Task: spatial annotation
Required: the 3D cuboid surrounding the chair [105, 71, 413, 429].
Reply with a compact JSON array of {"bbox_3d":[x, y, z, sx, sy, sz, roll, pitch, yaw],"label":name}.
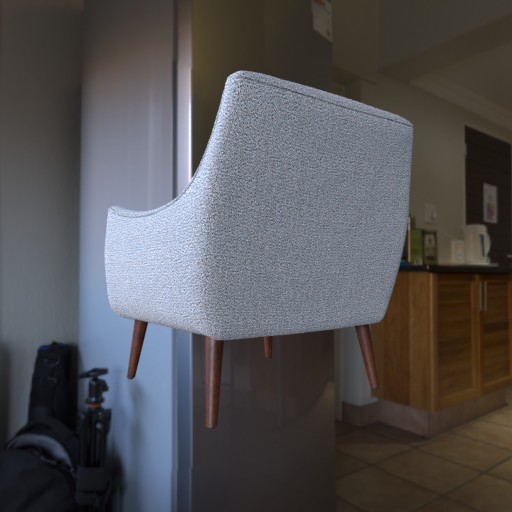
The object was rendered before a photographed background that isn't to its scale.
[{"bbox_3d":[0.000,0.000,1.430,0.762,0.838,0.787,1,-1,-35],"label":"chair"}]
